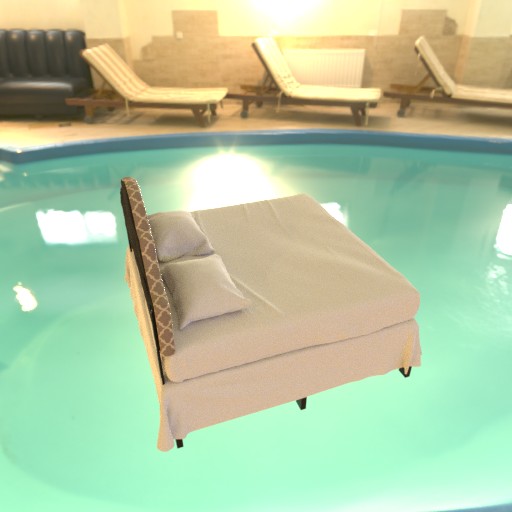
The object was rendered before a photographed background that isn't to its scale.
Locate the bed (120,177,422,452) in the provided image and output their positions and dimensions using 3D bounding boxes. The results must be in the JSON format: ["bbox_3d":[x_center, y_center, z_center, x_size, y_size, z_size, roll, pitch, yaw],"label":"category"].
[{"bbox_3d":[0.000,0.000,3.842,2.222,1.601,2.314,-11,33,-17],"label":"bed"}]
